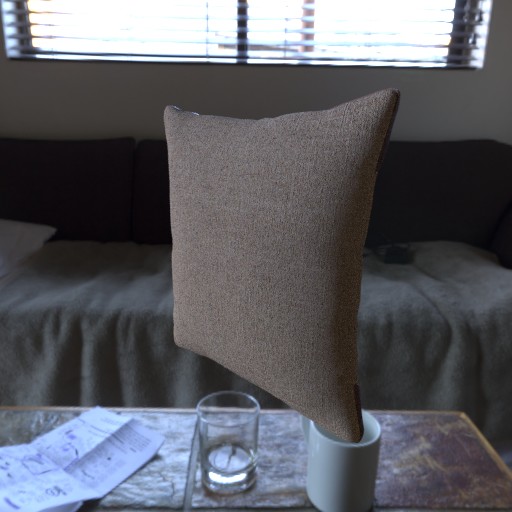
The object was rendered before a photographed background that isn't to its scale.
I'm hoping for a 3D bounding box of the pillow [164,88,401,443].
[{"bbox_3d":[0.000,0.000,0.669,0.147,0.448,0.437,-15,21,-43],"label":"pillow"}]
